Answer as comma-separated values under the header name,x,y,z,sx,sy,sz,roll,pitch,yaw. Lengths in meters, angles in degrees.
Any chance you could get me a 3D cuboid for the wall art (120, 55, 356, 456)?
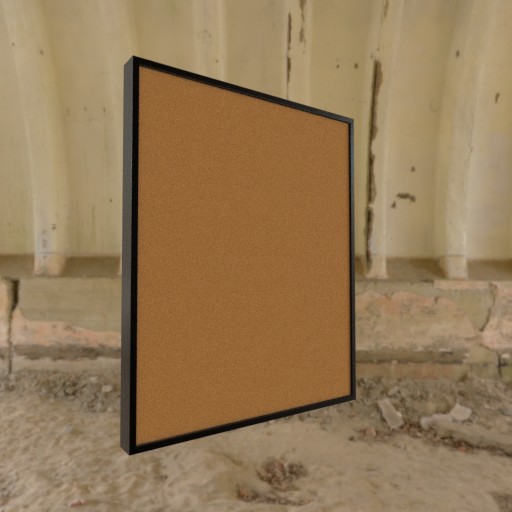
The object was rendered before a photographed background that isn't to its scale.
name,x,y,z,sx,sy,sz,roll,pitch,yaw
wall art,0.000,0.000,0.758,0.451,0.553,0.039,1,-2,-35
